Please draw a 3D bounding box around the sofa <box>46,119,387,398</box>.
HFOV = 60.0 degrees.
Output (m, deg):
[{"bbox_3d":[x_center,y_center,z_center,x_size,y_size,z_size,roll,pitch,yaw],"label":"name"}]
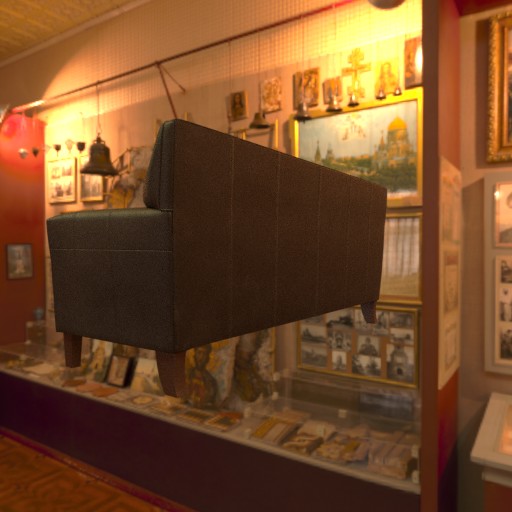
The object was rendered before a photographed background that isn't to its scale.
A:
[{"bbox_3d":[0.000,0.000,2.498,0.805,0.947,2.053,1,1,36],"label":"sofa"}]
